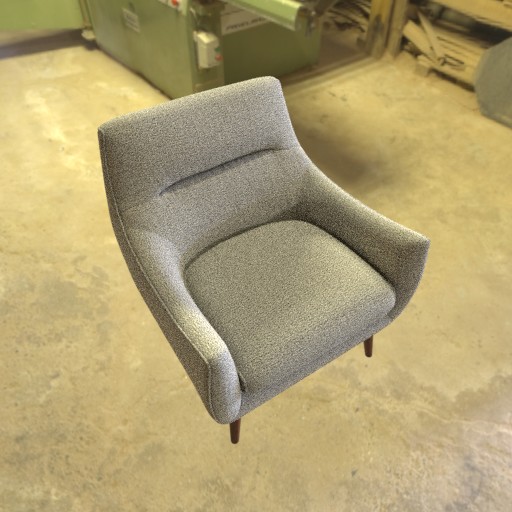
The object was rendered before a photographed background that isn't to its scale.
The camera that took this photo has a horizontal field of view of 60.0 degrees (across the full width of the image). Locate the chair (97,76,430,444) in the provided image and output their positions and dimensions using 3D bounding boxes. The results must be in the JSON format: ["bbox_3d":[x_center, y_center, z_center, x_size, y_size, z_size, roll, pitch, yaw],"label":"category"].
[{"bbox_3d":[0.000,0.000,1.458,0.762,0.838,0.787,-25,50,-23],"label":"chair"}]
